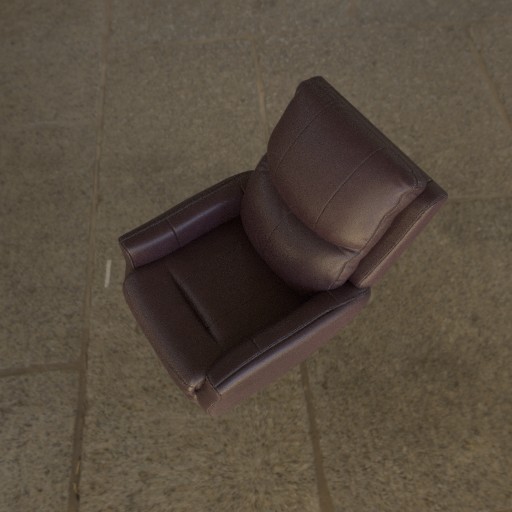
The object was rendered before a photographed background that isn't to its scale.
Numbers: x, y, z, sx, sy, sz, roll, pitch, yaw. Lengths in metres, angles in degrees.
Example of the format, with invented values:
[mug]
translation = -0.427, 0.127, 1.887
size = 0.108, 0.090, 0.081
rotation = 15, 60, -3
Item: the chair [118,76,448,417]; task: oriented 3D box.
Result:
[chair]
translation = 0.000, 0.000, 1.815
size = 1.080, 1.030, 0.829
rotation = -32, 68, -15
